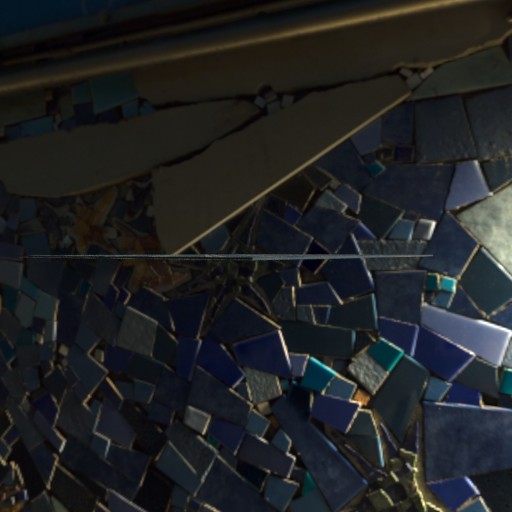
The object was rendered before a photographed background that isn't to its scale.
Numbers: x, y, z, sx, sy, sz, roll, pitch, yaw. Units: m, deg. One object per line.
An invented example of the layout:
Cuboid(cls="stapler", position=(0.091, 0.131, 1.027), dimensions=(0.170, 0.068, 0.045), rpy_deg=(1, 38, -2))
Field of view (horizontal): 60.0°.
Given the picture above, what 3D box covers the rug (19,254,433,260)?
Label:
Cuboid(cls="rug", position=(0.000, 0.000, 4.302), dimensions=(2.432, 0.018, 3.342), rpy_deg=(0, 1, 37))
